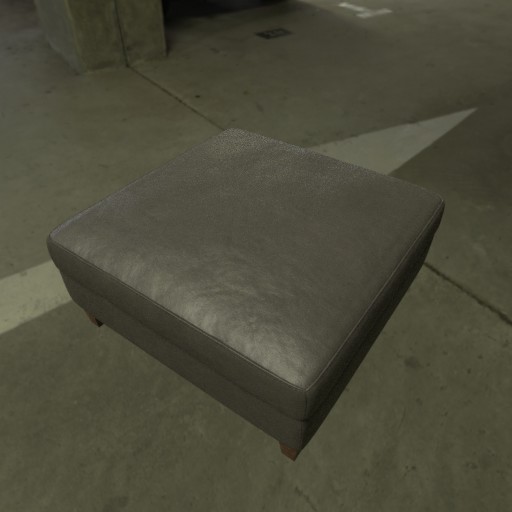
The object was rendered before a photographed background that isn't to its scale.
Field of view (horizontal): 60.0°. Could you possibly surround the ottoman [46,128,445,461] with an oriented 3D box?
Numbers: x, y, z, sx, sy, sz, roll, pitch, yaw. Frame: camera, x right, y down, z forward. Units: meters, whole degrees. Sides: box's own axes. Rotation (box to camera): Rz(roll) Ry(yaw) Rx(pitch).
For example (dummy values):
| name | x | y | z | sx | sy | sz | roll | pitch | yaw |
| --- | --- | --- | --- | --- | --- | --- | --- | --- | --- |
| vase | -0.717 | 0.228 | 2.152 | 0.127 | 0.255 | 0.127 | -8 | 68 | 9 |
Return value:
| name | x | y | z | sx | sy | sz | roll | pitch | yaw |
| --- | --- | --- | --- | --- | --- | --- | --- | --- | --- |
| ottoman | 0.000 | 0.000 | 1.339 | 0.844 | 0.415 | 0.836 | 25 | 47 | 26 |
